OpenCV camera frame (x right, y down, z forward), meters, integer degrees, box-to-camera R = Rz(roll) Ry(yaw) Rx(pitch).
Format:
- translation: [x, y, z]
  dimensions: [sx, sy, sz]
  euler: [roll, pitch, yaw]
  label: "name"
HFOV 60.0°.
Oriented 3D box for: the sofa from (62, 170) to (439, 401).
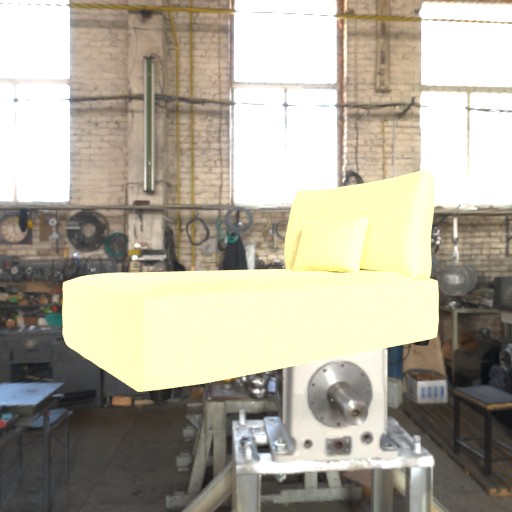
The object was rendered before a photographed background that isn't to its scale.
- translation: [0.000, 0.000, 2.005]
  dimensions: [1.450, 0.820, 0.930]
  euler: [0, 0, -36]
  label: "sofa"
